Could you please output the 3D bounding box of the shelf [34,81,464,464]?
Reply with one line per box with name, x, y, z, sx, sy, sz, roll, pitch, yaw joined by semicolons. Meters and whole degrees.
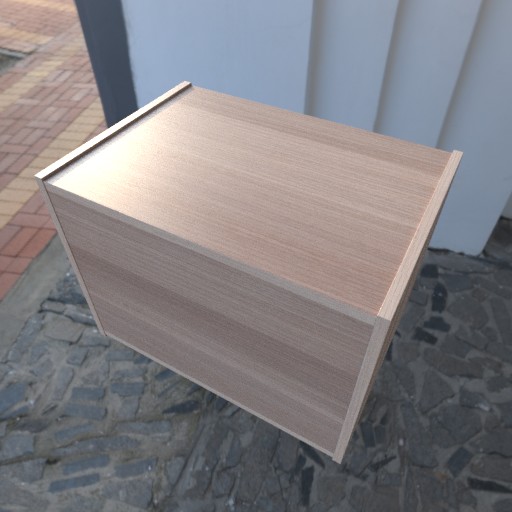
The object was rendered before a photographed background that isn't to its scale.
shelf;0.000;0.000;0.626;0.415;0.305;0.290;22;49;20
